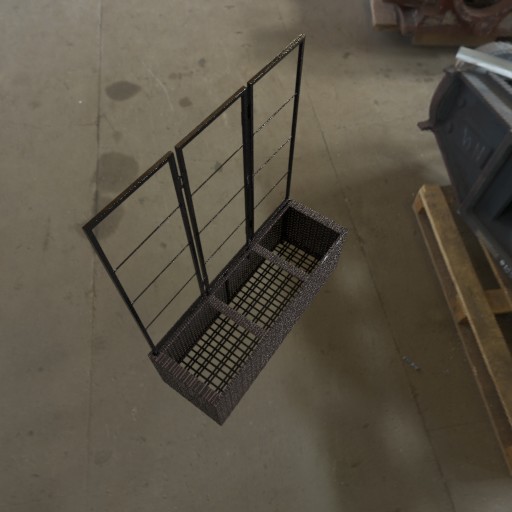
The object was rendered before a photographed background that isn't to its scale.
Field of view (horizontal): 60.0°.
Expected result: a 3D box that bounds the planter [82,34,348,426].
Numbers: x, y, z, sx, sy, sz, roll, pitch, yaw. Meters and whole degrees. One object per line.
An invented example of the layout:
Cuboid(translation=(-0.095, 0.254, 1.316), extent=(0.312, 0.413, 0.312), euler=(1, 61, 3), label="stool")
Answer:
Cuboid(translation=(0.000, 0.000, 1.188), extent=(0.244, 0.841, 0.699), euler=(31, 63, 18), label="planter")
